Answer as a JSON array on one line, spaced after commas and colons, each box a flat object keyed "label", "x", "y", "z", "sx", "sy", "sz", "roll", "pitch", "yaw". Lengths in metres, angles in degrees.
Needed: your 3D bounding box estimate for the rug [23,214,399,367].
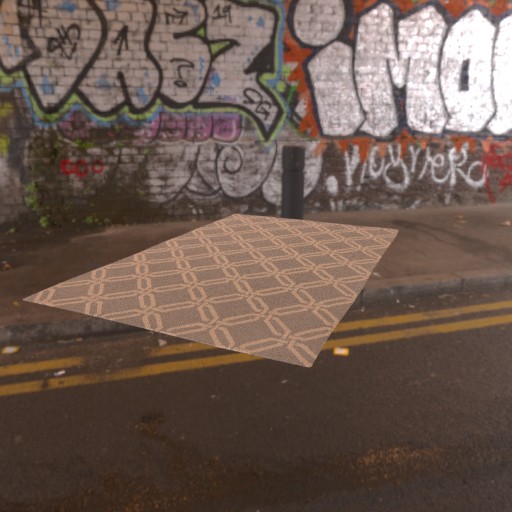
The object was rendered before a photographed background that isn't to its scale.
[{"label": "rug", "x": 0.000, "y": 0.000, "z": 2.199, "sx": 1.148, "sy": 0.010, "sz": 1.754, "roll": 8, "pitch": 19, "yaw": 24}]
